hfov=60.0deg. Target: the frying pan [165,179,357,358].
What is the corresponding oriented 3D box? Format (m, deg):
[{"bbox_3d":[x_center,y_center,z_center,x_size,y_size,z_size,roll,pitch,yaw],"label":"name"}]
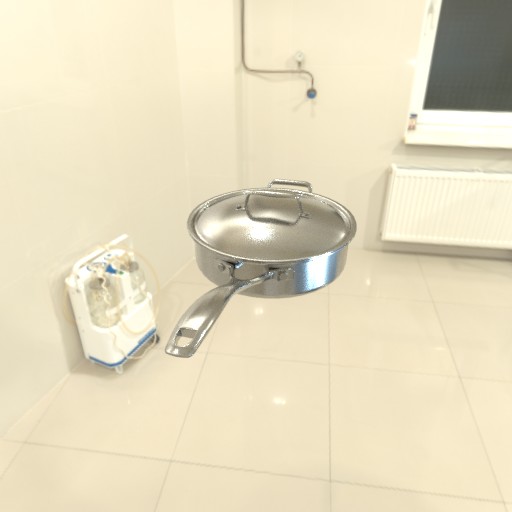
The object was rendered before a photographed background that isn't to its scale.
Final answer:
[{"bbox_3d":[0.000,0.000,0.580,0.245,0.111,0.492,8,31,13],"label":"frying pan"}]
